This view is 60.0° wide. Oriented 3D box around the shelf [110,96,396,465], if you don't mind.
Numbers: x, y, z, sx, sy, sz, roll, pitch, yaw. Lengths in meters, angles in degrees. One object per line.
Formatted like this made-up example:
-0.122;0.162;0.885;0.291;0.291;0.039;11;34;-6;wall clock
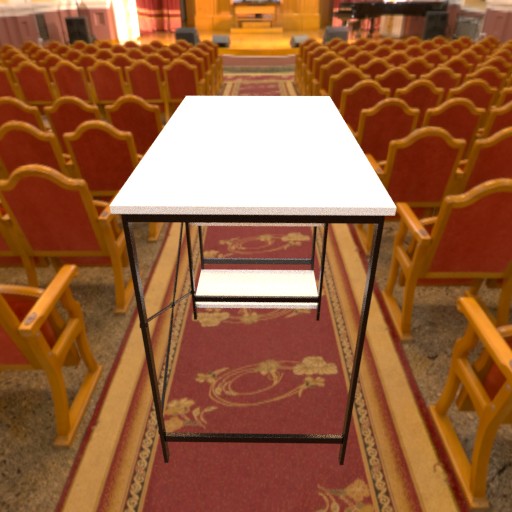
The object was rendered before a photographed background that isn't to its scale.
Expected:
0.000;0.000;1.348;0.498;0.750;0.902;0;31;1;shelf
